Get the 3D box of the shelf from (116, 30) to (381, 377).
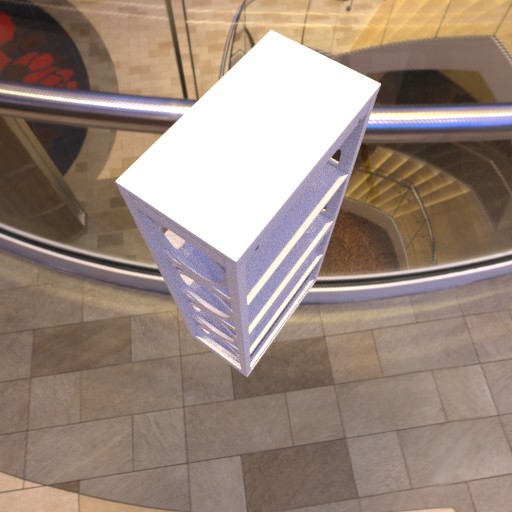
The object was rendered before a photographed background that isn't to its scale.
[{"bbox_3d":[0.000,0.000,1.693,0.340,1.411,0.611,33,69,14],"label":"shelf"}]
